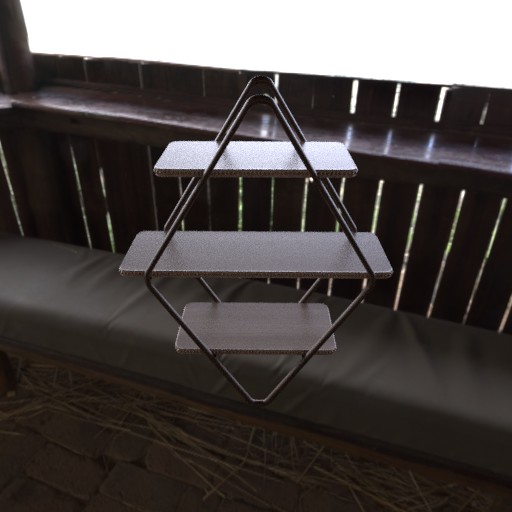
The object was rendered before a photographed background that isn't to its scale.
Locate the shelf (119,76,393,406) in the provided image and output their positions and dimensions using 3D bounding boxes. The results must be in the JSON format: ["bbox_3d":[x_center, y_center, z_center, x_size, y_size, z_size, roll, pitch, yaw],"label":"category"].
[{"bbox_3d":[0.000,0.000,1.057,0.609,0.774,0.234,0,30,1],"label":"shelf"}]
